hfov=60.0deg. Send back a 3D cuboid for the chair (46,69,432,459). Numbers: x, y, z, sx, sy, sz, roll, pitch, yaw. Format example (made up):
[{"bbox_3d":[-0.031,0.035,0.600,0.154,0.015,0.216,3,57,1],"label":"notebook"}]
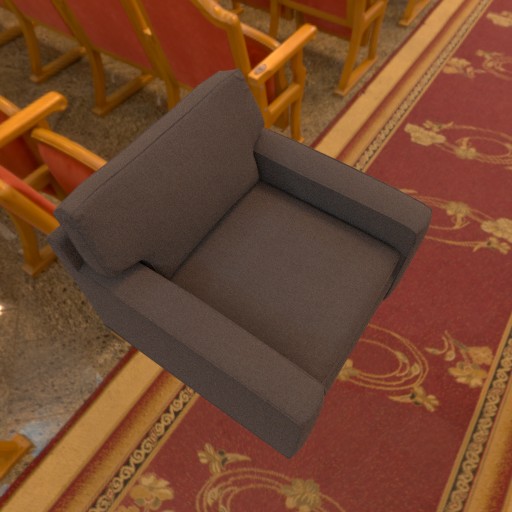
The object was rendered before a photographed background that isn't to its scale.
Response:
[{"bbox_3d":[0.000,0.000,1.777,1.043,0.913,0.997,30,62,18],"label":"chair"}]
